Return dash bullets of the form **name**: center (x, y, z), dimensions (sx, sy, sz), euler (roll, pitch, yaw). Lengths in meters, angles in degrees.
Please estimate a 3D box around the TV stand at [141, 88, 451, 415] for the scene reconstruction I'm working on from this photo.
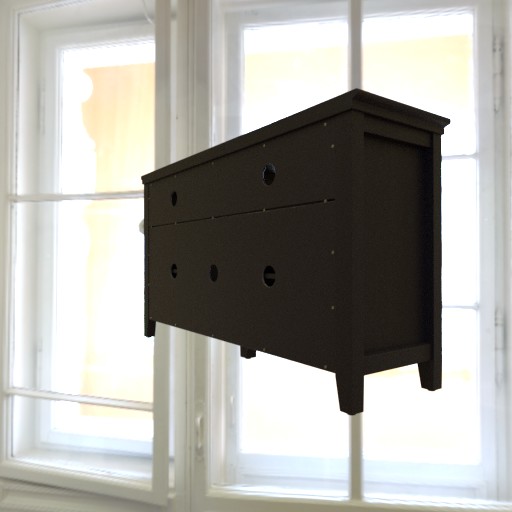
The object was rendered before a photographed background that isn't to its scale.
- **TV stand**: center (0.000, 0.000, 1.491), dimensions (0.347, 0.681, 1.198), euler (0, 0, -36)
